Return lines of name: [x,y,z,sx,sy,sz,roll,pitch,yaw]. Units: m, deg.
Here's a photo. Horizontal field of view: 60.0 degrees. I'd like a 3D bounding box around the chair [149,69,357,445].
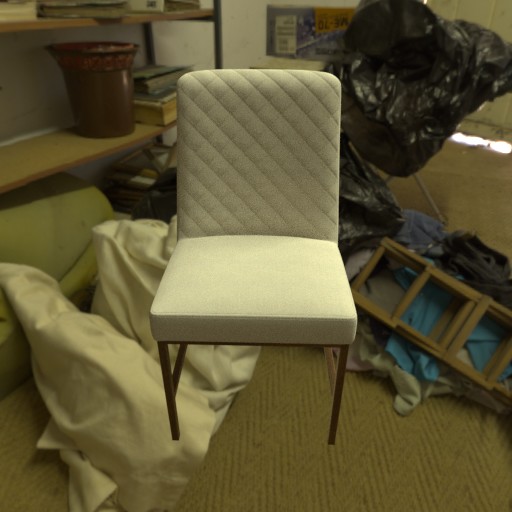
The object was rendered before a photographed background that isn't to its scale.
chair: [0.000,0.000,1.292,0.503,0.933,0.597,1,31,1]
